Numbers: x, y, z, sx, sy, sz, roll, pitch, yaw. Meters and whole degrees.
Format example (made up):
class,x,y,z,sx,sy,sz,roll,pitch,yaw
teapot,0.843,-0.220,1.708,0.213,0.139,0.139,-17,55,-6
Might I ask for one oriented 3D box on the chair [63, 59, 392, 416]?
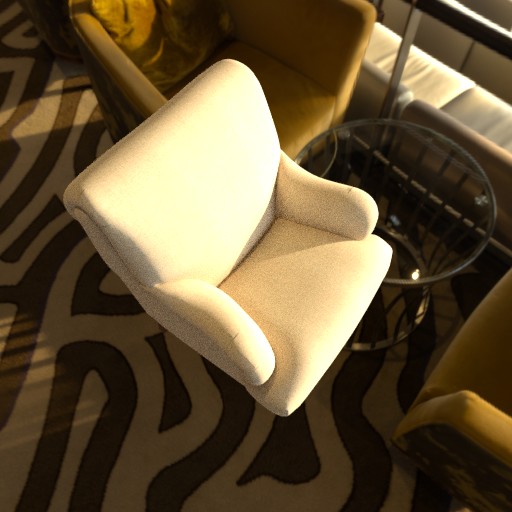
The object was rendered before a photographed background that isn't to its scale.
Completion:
class,x,y,z,sx,sy,sz,roll,pitch,yaw
chair,0.000,0.000,1.597,0.842,0.944,0.766,32,64,17
